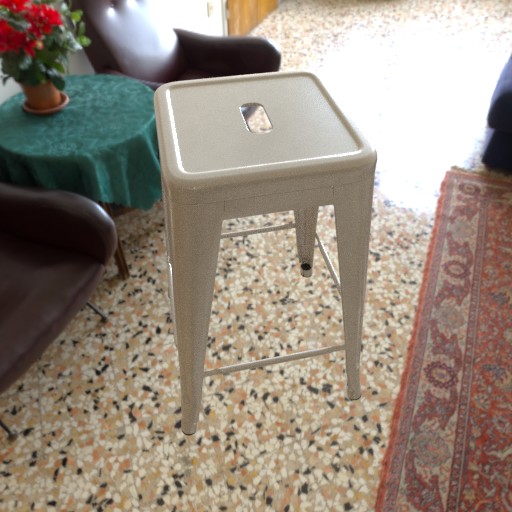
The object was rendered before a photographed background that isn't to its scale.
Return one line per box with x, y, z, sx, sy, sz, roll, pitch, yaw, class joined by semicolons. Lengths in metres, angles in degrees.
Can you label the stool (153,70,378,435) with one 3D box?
0.000;0.000;0.884;0.406;0.610;0.406;-9;47;-8;stool
